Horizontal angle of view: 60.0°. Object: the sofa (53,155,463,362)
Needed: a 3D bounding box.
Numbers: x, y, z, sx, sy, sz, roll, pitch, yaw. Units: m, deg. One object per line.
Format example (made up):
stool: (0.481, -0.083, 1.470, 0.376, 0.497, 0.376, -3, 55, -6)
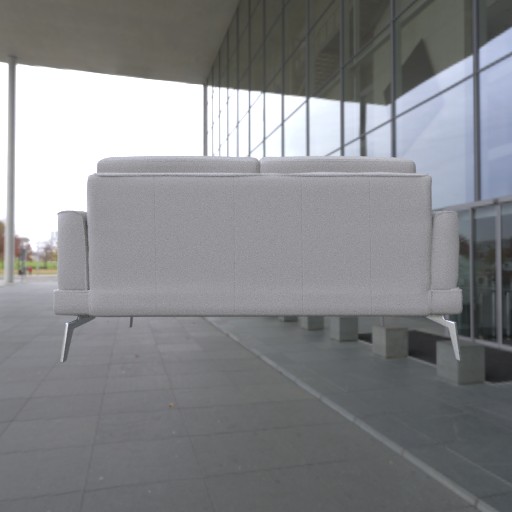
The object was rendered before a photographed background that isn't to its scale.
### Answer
sofa: (0.000, 0.000, 2.440, 1.819, 0.930, 1.121, 0, -1, -1)
